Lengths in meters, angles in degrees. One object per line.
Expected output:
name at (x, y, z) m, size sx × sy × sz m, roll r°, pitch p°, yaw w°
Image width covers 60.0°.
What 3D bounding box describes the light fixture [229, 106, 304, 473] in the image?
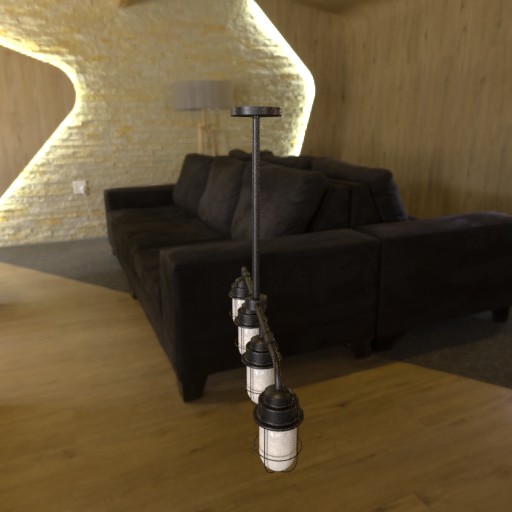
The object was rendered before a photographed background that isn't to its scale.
light fixture at (0.000, 0.000, 1.237) m, size 0.131 × 0.785 × 0.852 m, roll -2°, pitch 16°, yaw -7°
